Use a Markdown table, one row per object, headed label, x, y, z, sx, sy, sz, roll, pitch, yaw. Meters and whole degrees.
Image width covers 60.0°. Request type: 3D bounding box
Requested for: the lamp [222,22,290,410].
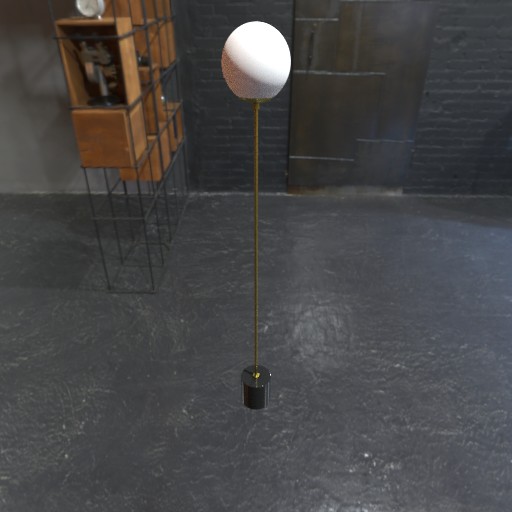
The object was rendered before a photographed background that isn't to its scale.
| label | x | y | z | sx | sy | sz | roll | pitch | yaw |
| --- | --- | --- | --- | --- | --- | --- | --- | --- | --- |
| lamp | 0.000 | 0.000 | 1.868 | 0.229 | 1.748 | 0.229 | 2 | 32 | 3 |
